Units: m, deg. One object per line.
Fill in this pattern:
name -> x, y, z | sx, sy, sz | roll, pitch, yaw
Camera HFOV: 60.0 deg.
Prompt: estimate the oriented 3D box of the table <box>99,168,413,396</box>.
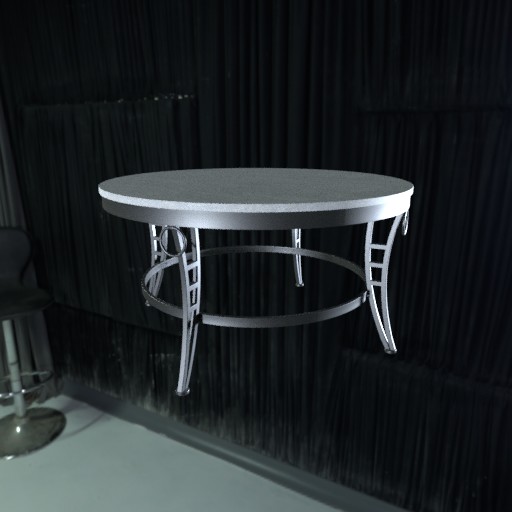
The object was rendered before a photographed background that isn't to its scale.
table -> 0.000, 0.000, 1.387 | 0.889, 0.470, 0.889 | 0, 16, 0
